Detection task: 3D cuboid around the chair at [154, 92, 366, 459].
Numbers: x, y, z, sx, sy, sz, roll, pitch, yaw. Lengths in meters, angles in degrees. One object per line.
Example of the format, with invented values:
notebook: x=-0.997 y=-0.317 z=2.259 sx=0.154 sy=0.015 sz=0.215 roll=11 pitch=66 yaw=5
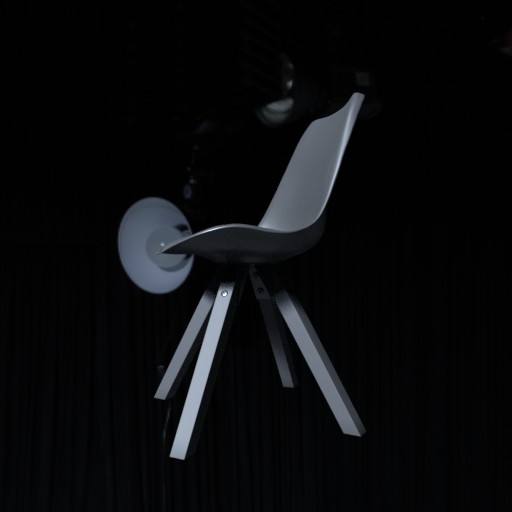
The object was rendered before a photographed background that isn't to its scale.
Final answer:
chair: x=0.000 y=0.000 z=1.196 sx=0.530 sy=0.850 sz=0.485 roll=0 pitch=0 yaw=-17
